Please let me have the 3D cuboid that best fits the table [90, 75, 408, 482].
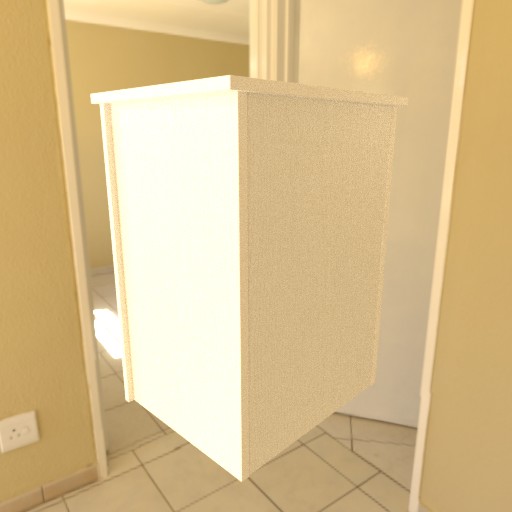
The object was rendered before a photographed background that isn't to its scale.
[{"bbox_3d":[0.000,0.000,0.930,0.381,0.635,0.480,15,21,43],"label":"table"}]
